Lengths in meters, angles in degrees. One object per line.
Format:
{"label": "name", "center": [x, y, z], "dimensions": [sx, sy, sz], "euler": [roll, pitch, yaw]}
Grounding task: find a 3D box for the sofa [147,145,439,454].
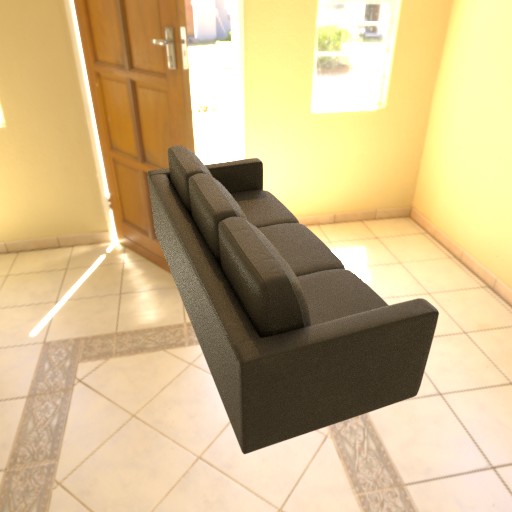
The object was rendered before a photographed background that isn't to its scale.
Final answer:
{"label": "sofa", "center": [0.000, 0.000, 2.561], "dimensions": [0.879, 0.899, 2.029], "euler": [-11, 33, -18]}
